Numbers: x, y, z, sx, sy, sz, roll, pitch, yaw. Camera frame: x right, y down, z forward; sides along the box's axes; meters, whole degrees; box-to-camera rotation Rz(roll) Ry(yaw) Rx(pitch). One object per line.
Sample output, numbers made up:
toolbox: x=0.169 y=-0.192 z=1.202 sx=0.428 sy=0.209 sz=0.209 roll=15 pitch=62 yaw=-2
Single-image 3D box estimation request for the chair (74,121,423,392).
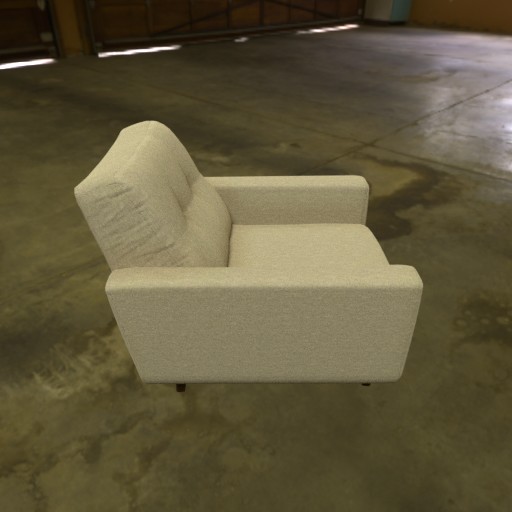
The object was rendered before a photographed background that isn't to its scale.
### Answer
chair: x=0.000 y=0.000 z=1.854 sx=1.128 sy=0.965 sz=0.897 roll=0 pitch=33 yaw=-1
